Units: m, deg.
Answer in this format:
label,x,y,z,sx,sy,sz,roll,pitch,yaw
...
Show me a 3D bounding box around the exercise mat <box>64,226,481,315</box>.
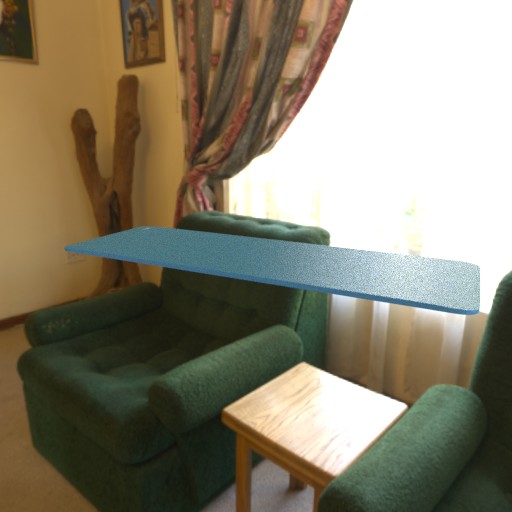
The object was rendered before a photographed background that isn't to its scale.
label,x,y,z,sx,sy,sz,roll,pitch,yaw
exercise mat,0.000,0.000,2.048,1.869,0.021,0.616,8,17,26
